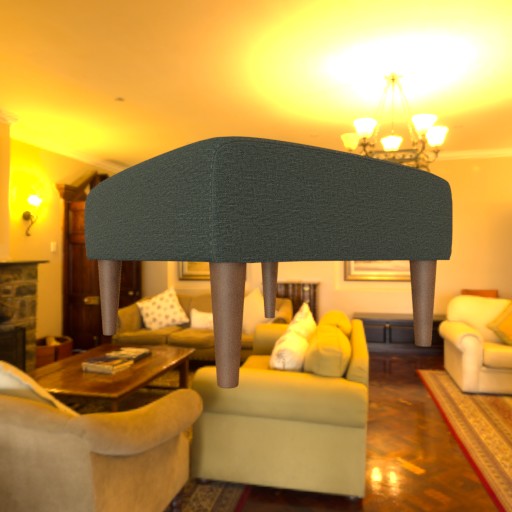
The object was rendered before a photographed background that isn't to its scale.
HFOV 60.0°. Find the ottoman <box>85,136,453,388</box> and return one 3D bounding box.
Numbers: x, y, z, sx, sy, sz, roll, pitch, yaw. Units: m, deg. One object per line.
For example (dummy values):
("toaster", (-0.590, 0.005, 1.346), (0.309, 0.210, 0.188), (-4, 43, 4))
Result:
("ottoman", (0.000, 0.000, 1.056), (0.649, 0.398, 0.650), (0, 0, -36))
